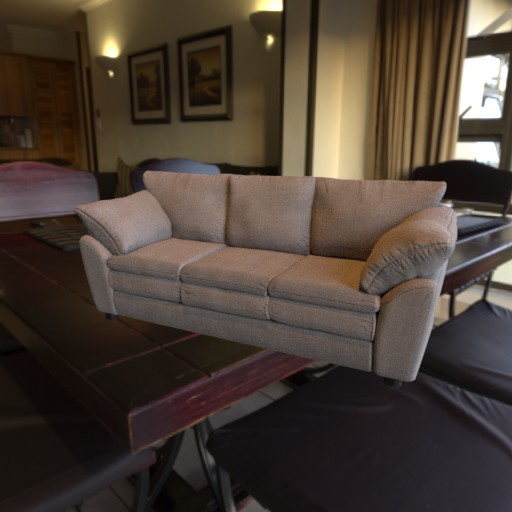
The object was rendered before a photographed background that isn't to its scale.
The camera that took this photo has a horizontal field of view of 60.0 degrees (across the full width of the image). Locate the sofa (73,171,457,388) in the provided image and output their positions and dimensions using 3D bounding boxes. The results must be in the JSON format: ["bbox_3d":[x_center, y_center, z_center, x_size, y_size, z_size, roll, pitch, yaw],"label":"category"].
[{"bbox_3d":[0.000,0.000,2.844,2.334,0.996,0.878,7,16,26],"label":"sofa"}]
